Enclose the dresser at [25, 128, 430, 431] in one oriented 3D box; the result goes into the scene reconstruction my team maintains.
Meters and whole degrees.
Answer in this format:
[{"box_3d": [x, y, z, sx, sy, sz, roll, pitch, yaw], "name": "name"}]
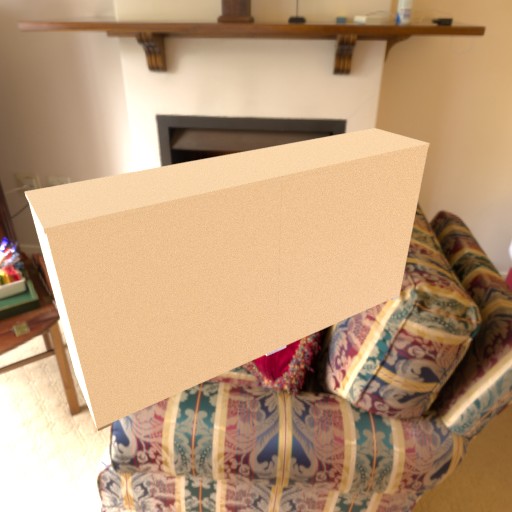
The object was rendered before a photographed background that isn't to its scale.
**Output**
[{"box_3d": [0.000, 0.000, 1.837, 1.535, 0.790, 0.333, -17, 34, -28], "name": "dresser"}]
